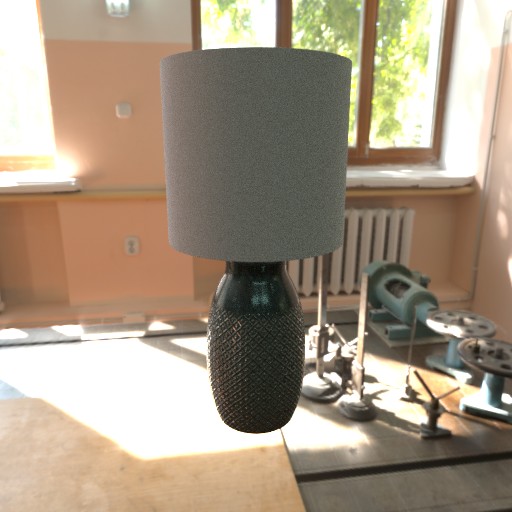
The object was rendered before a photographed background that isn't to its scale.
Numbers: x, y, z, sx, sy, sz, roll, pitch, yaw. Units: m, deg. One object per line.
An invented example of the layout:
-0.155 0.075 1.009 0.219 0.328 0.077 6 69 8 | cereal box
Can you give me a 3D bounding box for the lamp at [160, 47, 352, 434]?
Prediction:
0.000 0.000 0.567 0.217 0.453 0.217 7 17 25 | lamp
